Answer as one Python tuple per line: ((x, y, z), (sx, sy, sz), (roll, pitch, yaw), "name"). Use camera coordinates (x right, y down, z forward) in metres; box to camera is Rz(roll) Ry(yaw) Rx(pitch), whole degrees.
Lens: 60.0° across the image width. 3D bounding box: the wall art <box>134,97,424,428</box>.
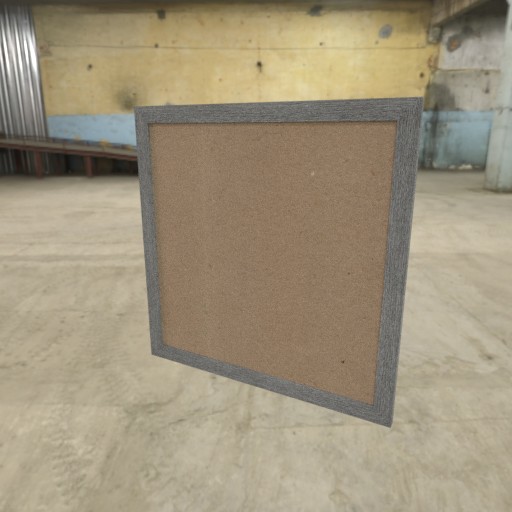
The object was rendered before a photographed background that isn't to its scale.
((0.000, 0.000, 1.045), (0.685, 0.685, 0.020), (9, 18, 28), "wall art")
